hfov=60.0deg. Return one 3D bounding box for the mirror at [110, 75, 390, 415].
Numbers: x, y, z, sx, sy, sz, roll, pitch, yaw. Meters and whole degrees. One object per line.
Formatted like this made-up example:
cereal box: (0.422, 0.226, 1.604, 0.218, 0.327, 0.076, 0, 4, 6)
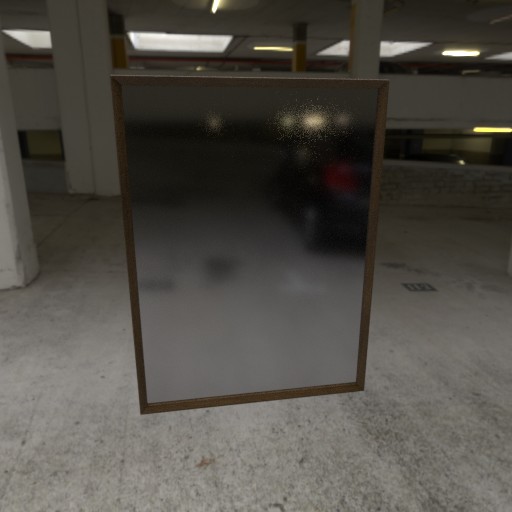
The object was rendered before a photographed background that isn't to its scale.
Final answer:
mirror: (0.000, 0.000, 1.359, 0.762, 1.016, 0.041, -3, 17, -10)
